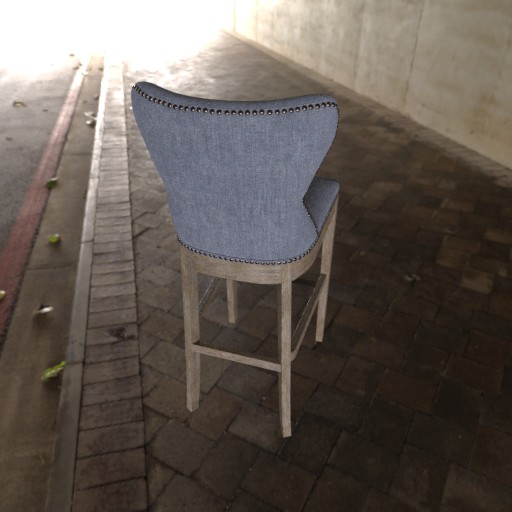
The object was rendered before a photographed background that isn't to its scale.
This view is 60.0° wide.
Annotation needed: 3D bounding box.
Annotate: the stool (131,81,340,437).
[{"bbox_3d":[0.000,0.000,1.436,0.494,1.123,0.606,10,34,15],"label":"stool"}]
